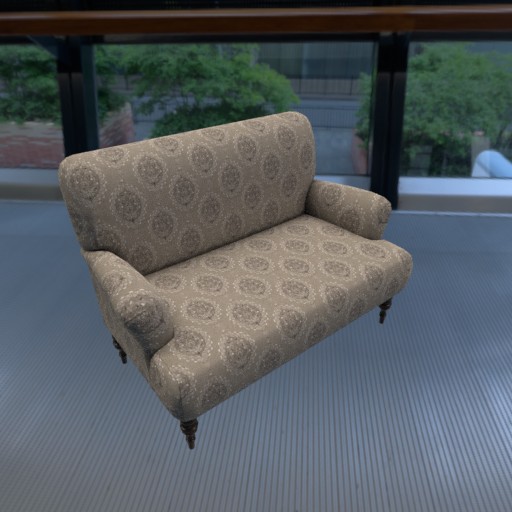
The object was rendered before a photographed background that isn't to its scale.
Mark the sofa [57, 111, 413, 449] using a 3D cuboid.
[{"bbox_3d":[0.000,0.000,1.830,1.297,0.889,0.779,-23,38,-33],"label":"sofa"}]
